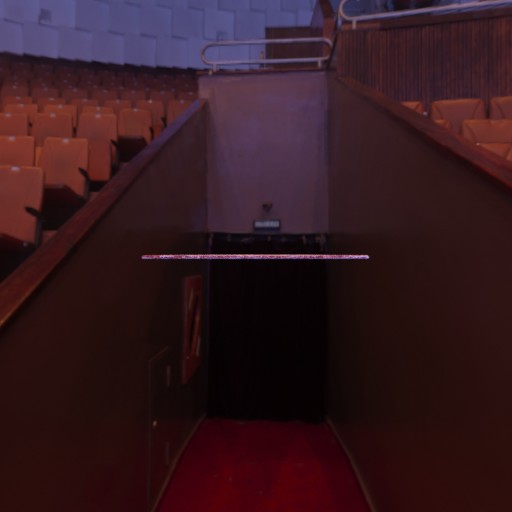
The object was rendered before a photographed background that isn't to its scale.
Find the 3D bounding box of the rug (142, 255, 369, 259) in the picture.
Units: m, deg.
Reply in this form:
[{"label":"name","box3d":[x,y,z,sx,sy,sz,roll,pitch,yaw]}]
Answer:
[{"label":"rug","box3d":[0.000,0.000,2.671,0.750,0.011,2.435,0,0,0]}]
